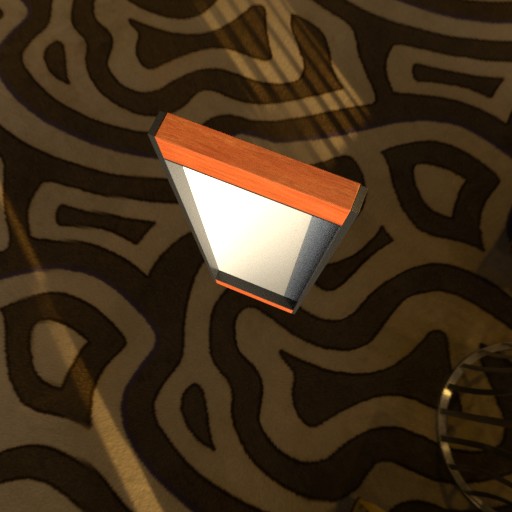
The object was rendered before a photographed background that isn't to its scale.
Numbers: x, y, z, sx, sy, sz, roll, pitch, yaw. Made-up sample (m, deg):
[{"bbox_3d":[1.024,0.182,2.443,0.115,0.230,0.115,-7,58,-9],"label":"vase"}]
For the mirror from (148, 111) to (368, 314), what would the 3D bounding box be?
[{"bbox_3d":[0.000,0.000,1.211,0.343,1.123,0.047,22,76,6],"label":"mirror"}]
